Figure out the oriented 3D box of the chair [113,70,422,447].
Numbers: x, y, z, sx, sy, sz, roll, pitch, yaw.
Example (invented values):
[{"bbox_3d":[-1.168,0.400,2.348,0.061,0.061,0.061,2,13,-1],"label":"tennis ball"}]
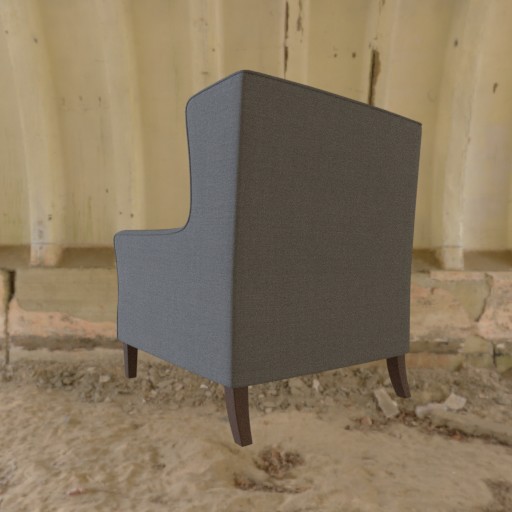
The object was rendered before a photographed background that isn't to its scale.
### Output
[{"bbox_3d":[0.000,0.000,1.810,0.866,1.056,1.040,0,-1,-36],"label":"chair"}]
